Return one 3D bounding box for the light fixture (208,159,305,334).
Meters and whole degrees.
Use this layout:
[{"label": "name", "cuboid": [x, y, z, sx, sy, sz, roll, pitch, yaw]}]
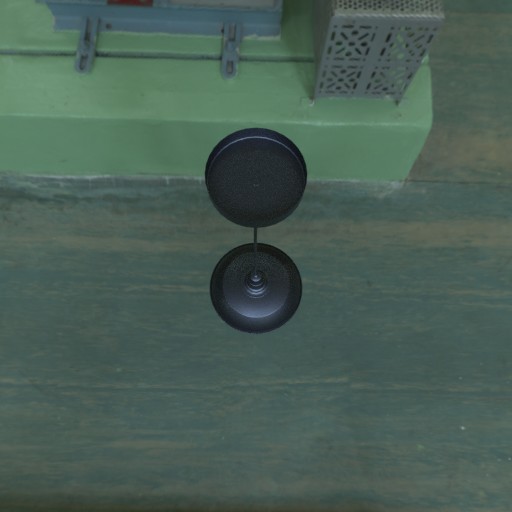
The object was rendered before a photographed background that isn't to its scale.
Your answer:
[{"label": "light fixture", "cuboid": [0.000, 0.000, 1.155, 0.331, 0.993, 0.331, 0, 75, 0]}]
